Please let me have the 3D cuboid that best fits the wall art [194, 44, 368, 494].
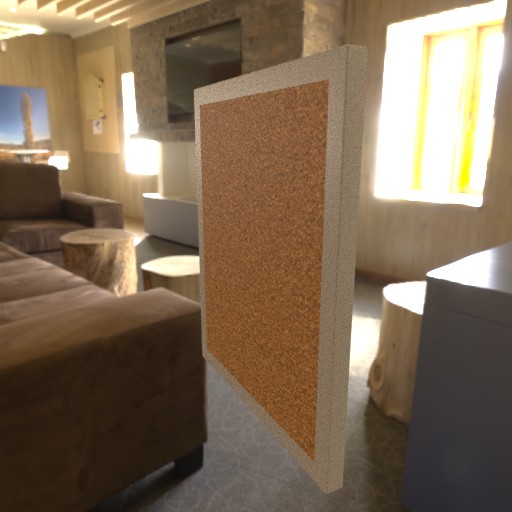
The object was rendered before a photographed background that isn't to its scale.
[{"bbox_3d":[0.000,0.000,0.725,0.028,0.556,0.454,-8,16,-27],"label":"wall art"}]
